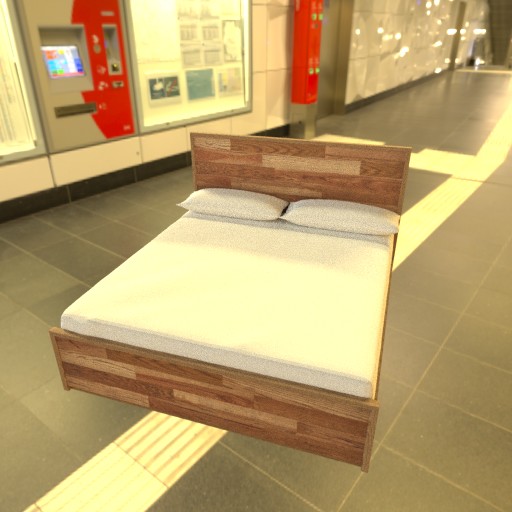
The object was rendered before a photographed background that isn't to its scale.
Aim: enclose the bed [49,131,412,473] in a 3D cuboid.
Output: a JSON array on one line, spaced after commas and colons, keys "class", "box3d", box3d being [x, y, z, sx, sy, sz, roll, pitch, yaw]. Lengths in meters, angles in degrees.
[{"class": "bed", "box3d": [0.000, 0.000, 3.342, 2.013, 1.295, 2.184, 9, 28, 16]}]
